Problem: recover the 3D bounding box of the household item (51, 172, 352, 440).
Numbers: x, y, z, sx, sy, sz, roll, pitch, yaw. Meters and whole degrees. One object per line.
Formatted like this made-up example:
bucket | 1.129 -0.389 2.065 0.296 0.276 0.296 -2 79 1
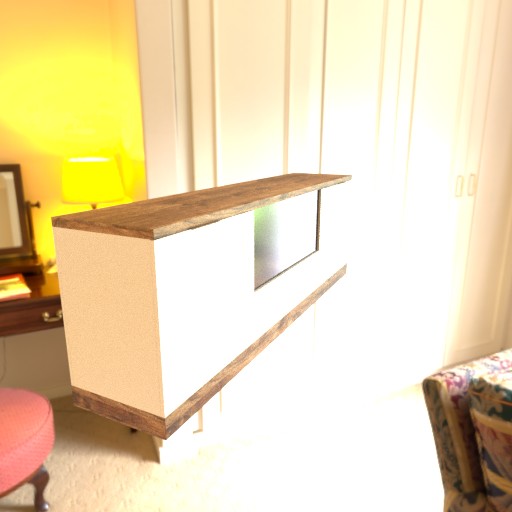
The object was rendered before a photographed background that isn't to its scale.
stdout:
household item | 0.000 0.000 2.034 0.390 0.615 1.800 8 17 26
